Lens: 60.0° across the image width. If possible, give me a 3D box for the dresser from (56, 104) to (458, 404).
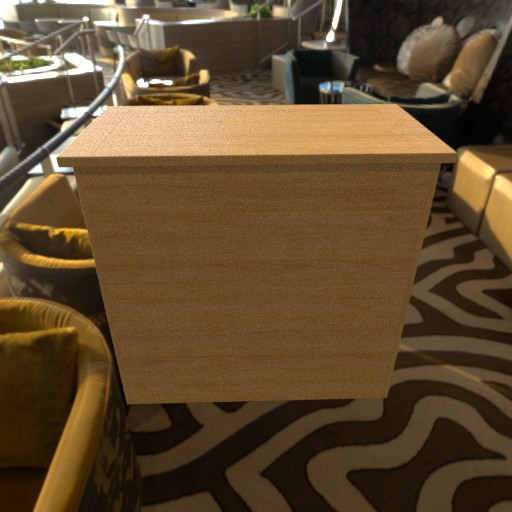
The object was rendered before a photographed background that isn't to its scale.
[{"bbox_3d":[0.000,0.000,1.248,0.800,0.730,0.410,-1,32,-2],"label":"dresser"}]
